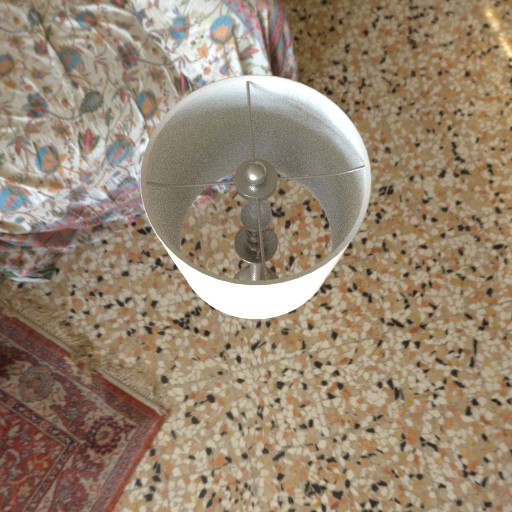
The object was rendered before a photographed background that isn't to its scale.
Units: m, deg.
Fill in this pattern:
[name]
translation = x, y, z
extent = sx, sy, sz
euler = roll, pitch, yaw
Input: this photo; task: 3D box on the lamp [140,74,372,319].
[lamp]
translation = 0.000, 0.000, 0.805
extent = 0.254, 0.690, 0.254
euler = -5, 74, -1
